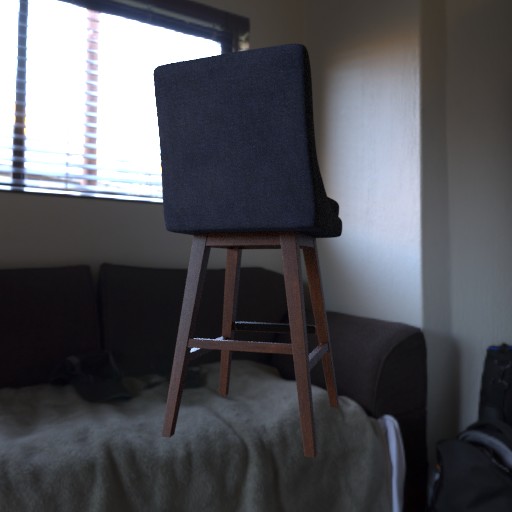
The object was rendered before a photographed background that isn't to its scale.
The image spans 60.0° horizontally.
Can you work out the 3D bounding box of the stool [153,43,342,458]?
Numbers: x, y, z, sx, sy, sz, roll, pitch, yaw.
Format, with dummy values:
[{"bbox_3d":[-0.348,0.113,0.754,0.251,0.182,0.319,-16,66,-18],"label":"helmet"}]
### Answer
[{"bbox_3d":[0.000,0.000,1.416,0.489,1.068,0.572,0,-1,18],"label":"stool"}]
